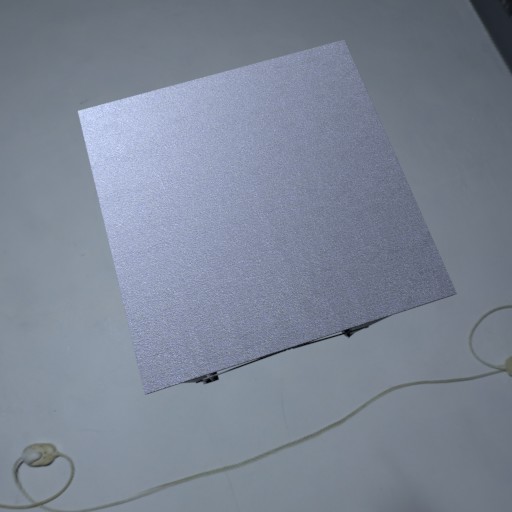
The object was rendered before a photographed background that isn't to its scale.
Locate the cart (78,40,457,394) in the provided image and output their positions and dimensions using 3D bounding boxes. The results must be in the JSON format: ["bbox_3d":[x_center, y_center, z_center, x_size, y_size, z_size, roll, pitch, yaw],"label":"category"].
[{"bbox_3d":[0.000,0.000,1.132,0.521,0.762,0.520,-17,75,-5],"label":"cart"}]
